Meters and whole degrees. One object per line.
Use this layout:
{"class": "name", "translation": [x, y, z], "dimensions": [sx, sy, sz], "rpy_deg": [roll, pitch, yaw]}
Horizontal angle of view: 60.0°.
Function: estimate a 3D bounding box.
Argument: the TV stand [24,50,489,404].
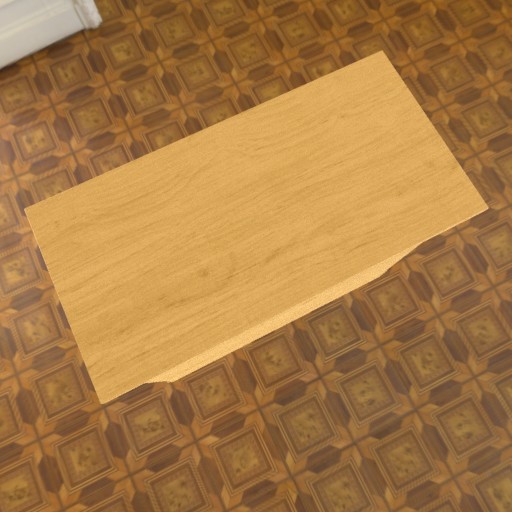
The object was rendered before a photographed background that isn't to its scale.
{"class": "TV stand", "translation": [0.000, 0.000, 1.288], "dimensions": [0.851, 0.787, 0.430], "rpy_deg": [-26, 77, -7]}
